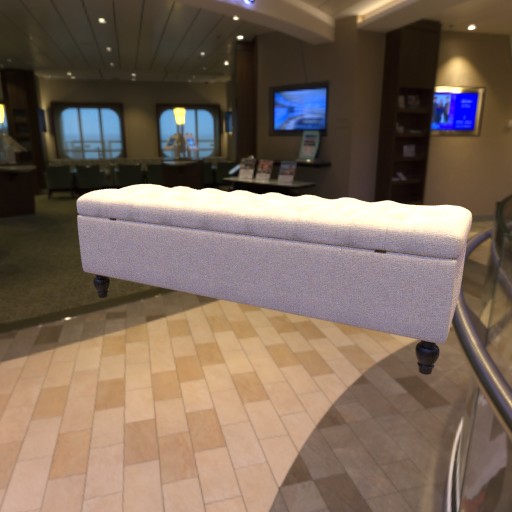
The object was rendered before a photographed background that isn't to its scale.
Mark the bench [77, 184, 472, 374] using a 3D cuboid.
[{"bbox_3d":[0.000,0.000,1.743,1.480,0.467,0.455,8,17,27],"label":"bench"}]
